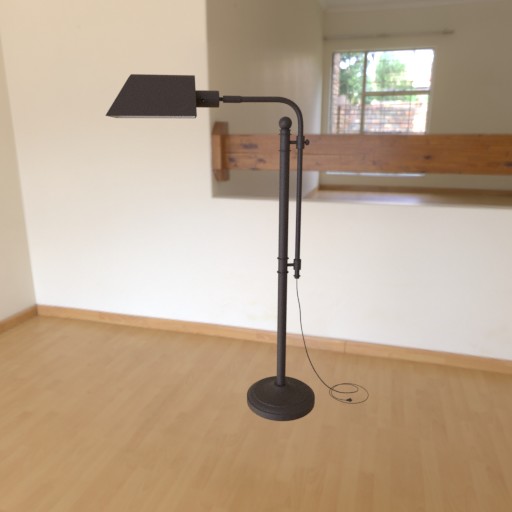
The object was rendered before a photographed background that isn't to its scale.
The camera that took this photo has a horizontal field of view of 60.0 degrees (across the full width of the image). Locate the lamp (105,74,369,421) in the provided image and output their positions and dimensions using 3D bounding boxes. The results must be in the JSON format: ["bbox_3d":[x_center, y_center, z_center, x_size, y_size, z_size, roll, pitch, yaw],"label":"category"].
[{"bbox_3d":[0.000,0.000,0.938,0.545,0.708,0.159,-2,16,-8],"label":"lamp"}]
